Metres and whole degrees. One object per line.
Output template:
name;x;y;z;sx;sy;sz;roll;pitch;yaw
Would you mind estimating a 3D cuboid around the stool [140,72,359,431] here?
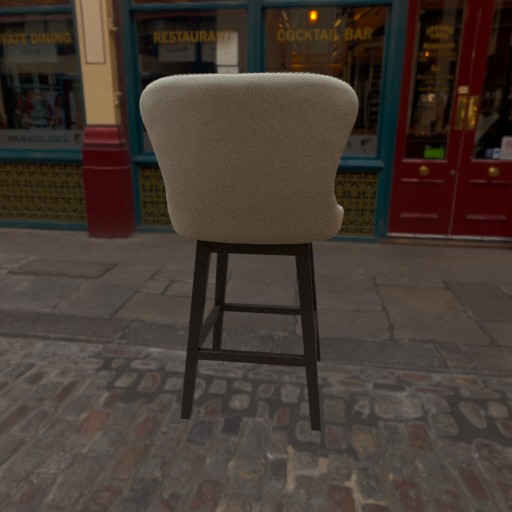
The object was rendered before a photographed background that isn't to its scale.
stool;0.000;0.000;1.343;0.528;0.971;0.593;2;16;8
